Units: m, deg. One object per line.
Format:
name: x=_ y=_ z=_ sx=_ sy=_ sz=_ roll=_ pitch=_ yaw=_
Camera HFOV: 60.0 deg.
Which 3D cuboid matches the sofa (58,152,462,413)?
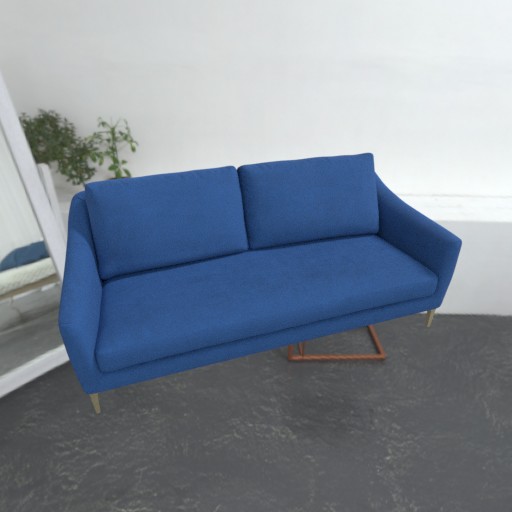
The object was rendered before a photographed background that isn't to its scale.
sofa: x=0.000 y=0.000 z=2.526 sx=2.036 sy=0.903 sz=0.960 roll=-10 pitch=32 yaw=-17
